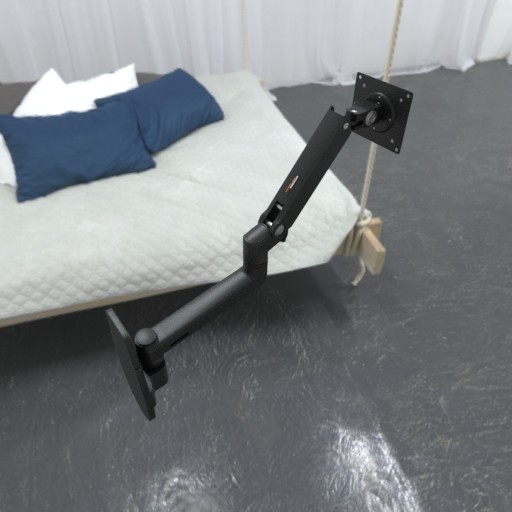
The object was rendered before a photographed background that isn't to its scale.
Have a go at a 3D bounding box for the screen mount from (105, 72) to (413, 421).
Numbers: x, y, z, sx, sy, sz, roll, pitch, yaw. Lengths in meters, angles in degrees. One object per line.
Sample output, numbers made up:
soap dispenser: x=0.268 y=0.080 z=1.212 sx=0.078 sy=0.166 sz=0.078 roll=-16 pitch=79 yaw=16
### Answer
screen mount: x=0.000 y=0.000 z=0.733 sx=0.495 sy=0.466 sz=0.115 roll=-26 pitch=47 yaw=-26
